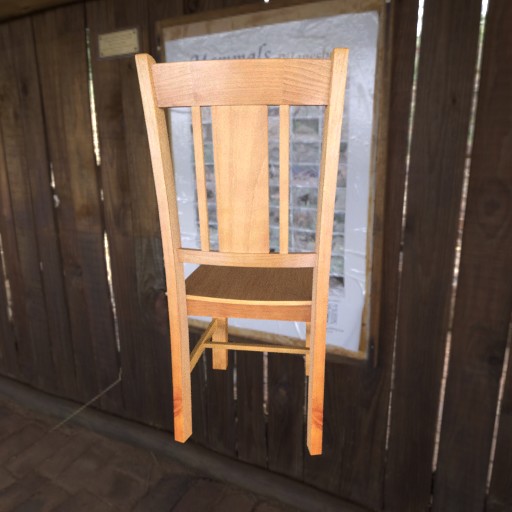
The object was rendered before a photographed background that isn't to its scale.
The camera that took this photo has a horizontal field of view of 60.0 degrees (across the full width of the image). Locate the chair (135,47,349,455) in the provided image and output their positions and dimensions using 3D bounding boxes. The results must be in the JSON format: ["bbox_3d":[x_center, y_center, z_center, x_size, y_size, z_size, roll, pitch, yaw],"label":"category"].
[{"bbox_3d":[0.000,0.000,1.280,0.450,0.998,0.556,2,14,8],"label":"chair"}]
